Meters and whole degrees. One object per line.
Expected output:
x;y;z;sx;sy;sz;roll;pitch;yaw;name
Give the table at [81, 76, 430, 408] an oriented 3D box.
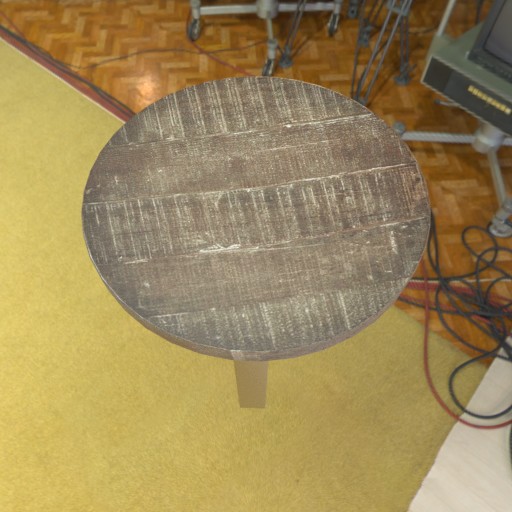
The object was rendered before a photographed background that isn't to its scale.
0.000;0.000;0.908;0.557;0.437;0.557;0;59;0;table
